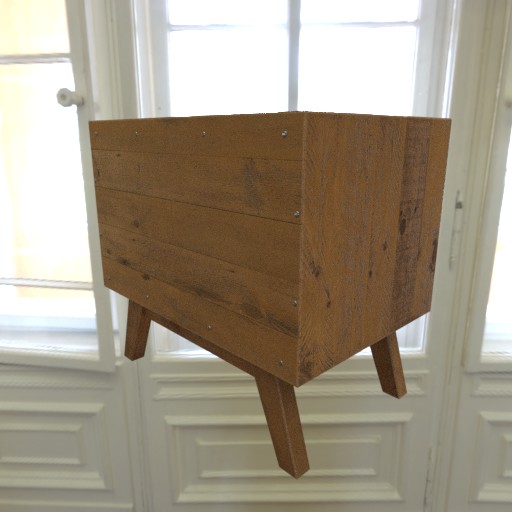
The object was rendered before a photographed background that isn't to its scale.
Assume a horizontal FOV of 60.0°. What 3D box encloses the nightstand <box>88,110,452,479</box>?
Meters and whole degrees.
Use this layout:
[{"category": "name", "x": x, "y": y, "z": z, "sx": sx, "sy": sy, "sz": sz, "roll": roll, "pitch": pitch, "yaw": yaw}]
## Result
[{"category": "nightstand", "x": 0.000, "y": 0.000, "z": 1.020, "sx": 0.450, "sy": 0.599, "sz": 0.650, "roll": -14, "pitch": 21, "yaw": -42}]
